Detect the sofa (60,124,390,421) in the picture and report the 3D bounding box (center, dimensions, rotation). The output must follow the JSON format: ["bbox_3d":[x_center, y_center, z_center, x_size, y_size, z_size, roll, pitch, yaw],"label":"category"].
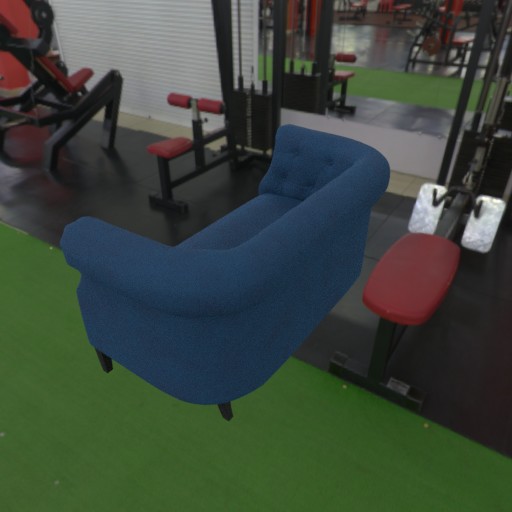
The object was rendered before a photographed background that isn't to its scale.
[{"bbox_3d":[0.000,0.000,2.109,0.835,0.827,1.558,21,39,29],"label":"sofa"}]
